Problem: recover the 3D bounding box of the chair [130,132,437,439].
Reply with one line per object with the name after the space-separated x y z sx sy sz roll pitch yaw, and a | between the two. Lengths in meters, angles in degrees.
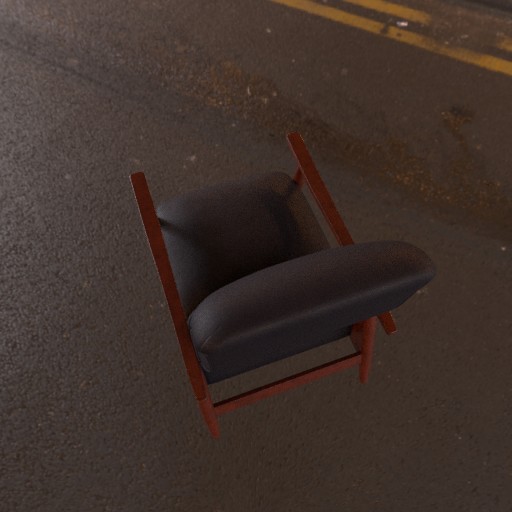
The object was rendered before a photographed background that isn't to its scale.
0.000 0.000 1.733 0.762 1.082 1.014 -17 60 -10 | chair
